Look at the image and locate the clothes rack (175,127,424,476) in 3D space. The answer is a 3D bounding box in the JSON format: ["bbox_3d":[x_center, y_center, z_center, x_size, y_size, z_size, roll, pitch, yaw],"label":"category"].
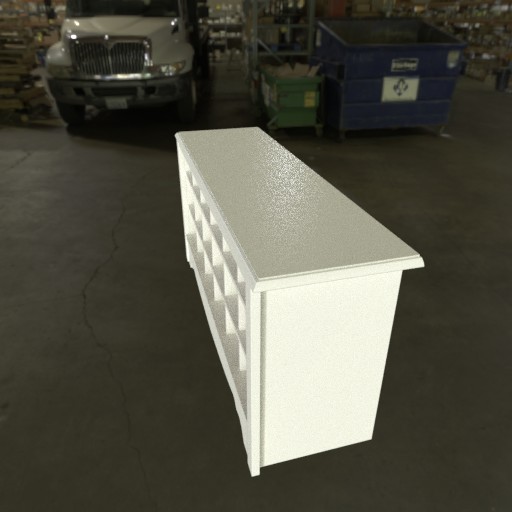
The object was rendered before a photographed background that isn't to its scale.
[{"bbox_3d":[0.000,0.000,1.365,0.324,0.531,1.120,-8,30,-14],"label":"clothes rack"}]
